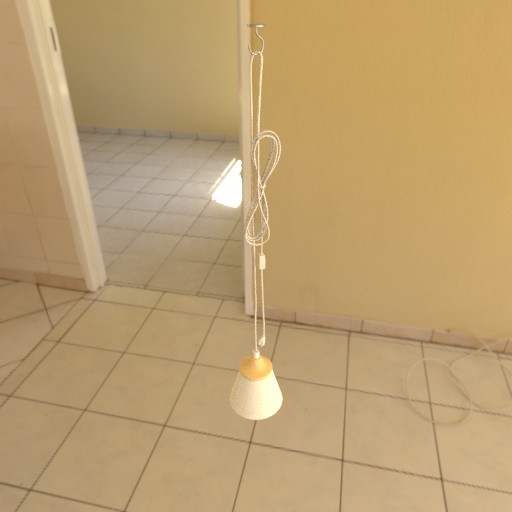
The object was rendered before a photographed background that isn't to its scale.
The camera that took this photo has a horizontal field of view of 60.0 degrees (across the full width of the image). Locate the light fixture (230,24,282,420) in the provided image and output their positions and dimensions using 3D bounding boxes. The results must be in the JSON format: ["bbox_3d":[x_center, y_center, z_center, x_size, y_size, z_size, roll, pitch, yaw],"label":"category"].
[{"bbox_3d":[0.000,0.000,1.041,0.153,0.966,0.153,1,31,2],"label":"light fixture"}]
